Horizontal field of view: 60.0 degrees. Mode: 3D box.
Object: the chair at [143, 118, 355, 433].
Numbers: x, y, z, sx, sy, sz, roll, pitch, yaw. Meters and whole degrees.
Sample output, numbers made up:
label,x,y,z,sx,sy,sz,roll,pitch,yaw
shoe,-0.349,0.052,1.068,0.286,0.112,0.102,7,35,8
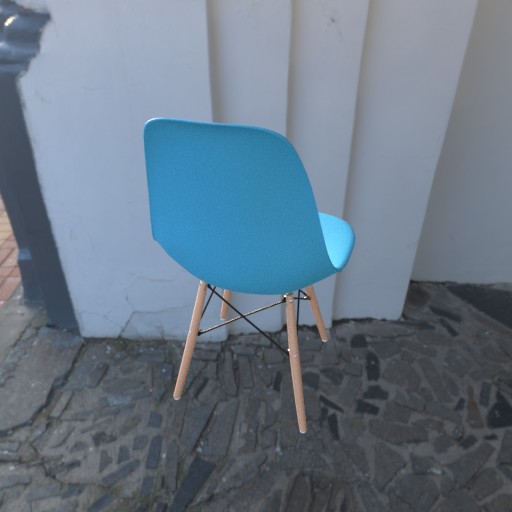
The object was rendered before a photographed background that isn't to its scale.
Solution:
label,x,y,z,sx,sy,sz,roll,pitch,yaw
chair,0.000,0.000,1.125,0.470,0.826,0.531,10,34,14
